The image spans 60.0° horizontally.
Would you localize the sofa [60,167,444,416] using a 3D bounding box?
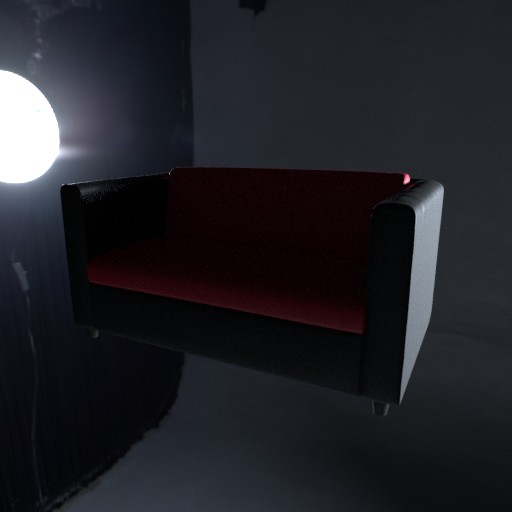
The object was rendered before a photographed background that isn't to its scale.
[{"bbox_3d":[0.000,0.000,1.944,1.410,0.735,0.845,7,16,26],"label":"sofa"}]
